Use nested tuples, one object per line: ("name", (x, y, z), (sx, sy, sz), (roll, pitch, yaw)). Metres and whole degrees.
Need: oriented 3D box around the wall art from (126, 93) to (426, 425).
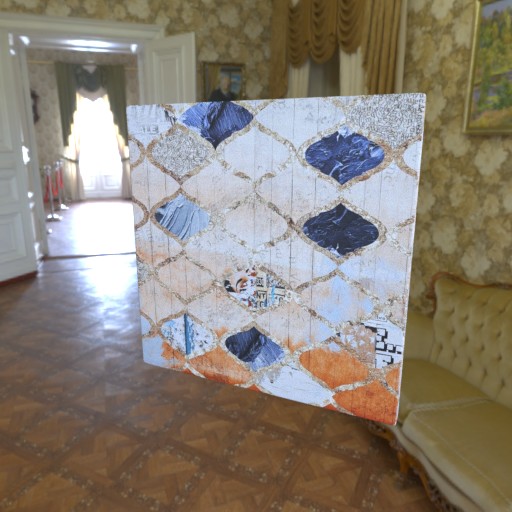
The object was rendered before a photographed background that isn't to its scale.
("wall art", (0.000, 0.000, 1.376), (0.912, 0.914, 0.039), (7, 16, 24))
